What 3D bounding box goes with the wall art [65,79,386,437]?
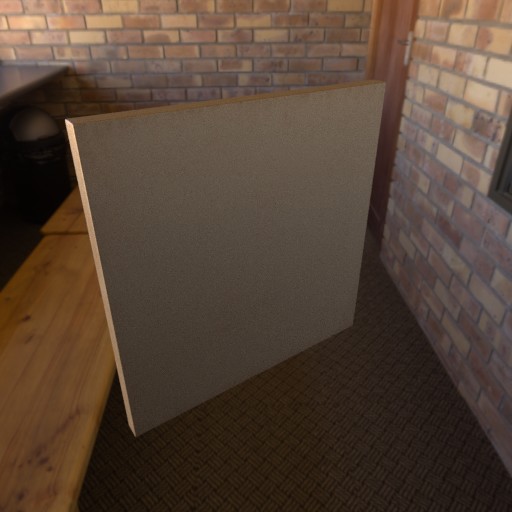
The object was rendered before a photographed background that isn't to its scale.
[{"bbox_3d":[0.000,0.000,0.737,0.503,0.506,0.030,-19,35,-30],"label":"wall art"}]
